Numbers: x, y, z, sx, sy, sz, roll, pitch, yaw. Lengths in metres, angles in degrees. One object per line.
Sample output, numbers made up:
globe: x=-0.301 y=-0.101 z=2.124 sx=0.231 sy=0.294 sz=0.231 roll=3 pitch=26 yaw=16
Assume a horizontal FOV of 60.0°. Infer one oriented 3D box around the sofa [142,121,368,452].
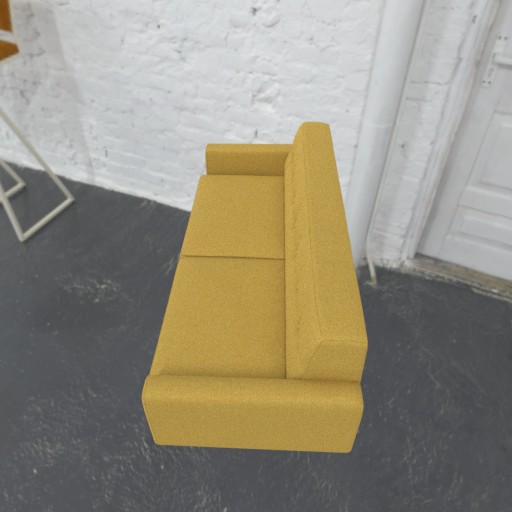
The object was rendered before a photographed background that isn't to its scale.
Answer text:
sofa: x=0.000 y=0.000 z=2.528 sx=0.909 sy=0.841 sz=2.029 roll=2 pitch=42 yaw=2
